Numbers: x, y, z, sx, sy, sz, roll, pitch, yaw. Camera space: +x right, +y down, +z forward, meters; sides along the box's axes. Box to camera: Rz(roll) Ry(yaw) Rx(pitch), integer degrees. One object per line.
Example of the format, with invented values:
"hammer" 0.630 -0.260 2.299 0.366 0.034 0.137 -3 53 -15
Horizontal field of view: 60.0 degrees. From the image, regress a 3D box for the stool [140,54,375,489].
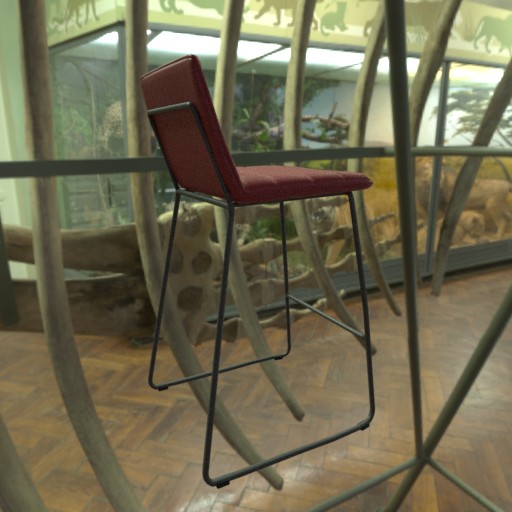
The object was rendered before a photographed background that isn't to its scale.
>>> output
"stool" 0.000 0.000 1.211 0.524 0.937 0.489 -8 17 -27
